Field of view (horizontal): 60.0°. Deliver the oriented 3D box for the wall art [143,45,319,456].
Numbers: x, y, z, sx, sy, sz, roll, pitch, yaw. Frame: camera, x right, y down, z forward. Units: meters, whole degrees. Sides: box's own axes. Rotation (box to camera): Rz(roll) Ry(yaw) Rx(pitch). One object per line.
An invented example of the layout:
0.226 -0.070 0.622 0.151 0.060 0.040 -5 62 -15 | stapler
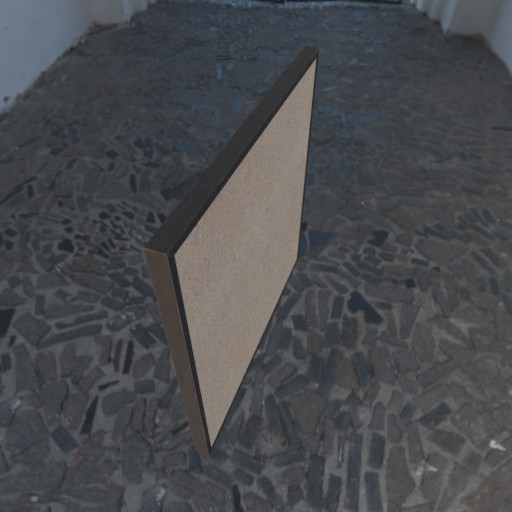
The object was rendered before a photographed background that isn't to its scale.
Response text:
0.000 0.000 1.131 0.038 0.762 0.762 16 48 15 | wall art
